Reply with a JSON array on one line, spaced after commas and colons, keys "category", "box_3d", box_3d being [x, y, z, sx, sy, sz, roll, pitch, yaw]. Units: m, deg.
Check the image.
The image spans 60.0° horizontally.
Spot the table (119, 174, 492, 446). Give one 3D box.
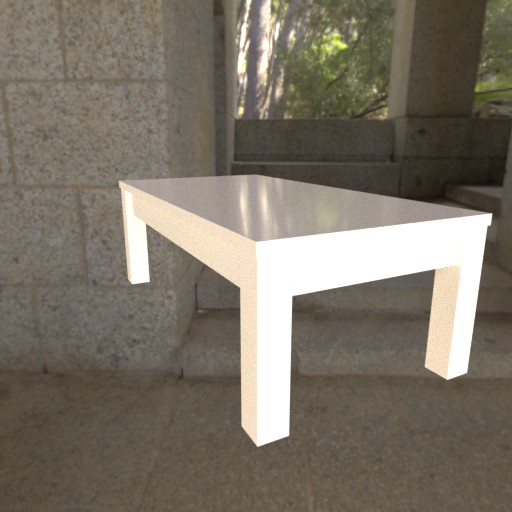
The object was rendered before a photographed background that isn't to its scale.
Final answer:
[{"category": "table", "box_3d": [0.000, 0.000, 1.650, 0.700, 0.470, 1.350, -8, 17, -26]}]
